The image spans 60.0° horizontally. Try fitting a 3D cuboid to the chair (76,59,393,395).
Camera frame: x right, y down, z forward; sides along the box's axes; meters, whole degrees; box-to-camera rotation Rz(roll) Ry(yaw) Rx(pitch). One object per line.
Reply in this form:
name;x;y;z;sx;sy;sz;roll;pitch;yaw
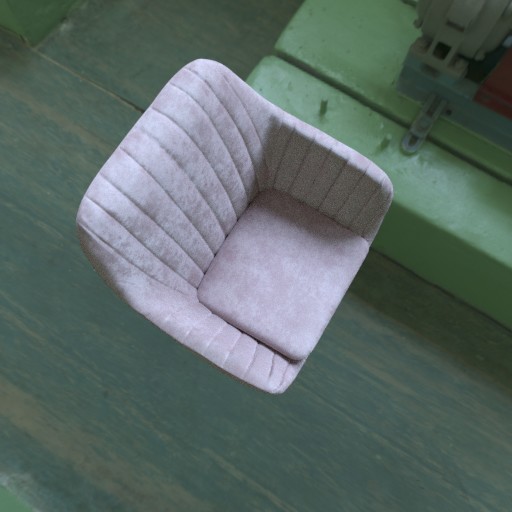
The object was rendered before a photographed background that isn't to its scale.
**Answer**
chair;0.000;0.000;1.215;0.570;0.832;0.610;30;77;8
